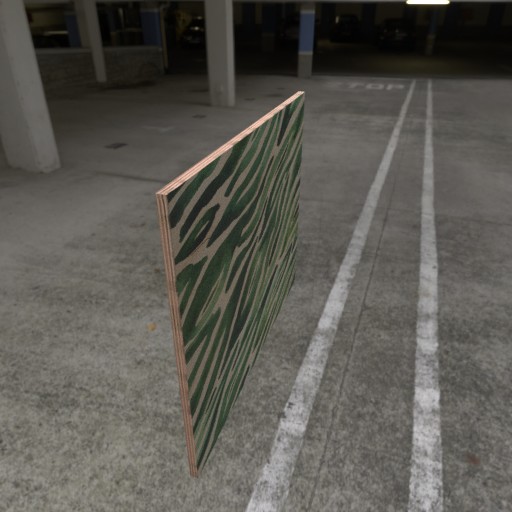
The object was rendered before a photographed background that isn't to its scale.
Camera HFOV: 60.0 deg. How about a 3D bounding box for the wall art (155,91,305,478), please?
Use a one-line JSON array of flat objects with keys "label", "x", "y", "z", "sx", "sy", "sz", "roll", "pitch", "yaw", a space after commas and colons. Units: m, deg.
[{"label": "wall art", "x": 0.000, "y": 0.000, "z": 0.699, "sx": 0.012, "sy": 0.408, "sz": 0.508, "roll": 10, "pitch": 32, "yaw": 16}]
